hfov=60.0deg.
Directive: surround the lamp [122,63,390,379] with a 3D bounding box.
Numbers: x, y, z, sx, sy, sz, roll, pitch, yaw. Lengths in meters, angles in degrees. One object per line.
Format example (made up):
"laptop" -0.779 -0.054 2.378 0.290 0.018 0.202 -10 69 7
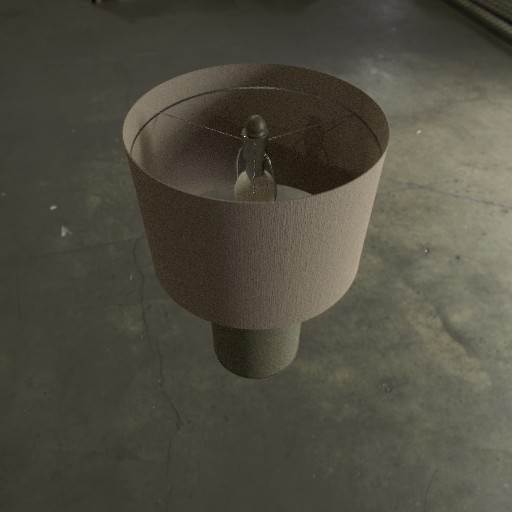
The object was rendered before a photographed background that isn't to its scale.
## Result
"lamp" 0.000 0.000 0.709 0.318 0.486 0.318 0 46 0
